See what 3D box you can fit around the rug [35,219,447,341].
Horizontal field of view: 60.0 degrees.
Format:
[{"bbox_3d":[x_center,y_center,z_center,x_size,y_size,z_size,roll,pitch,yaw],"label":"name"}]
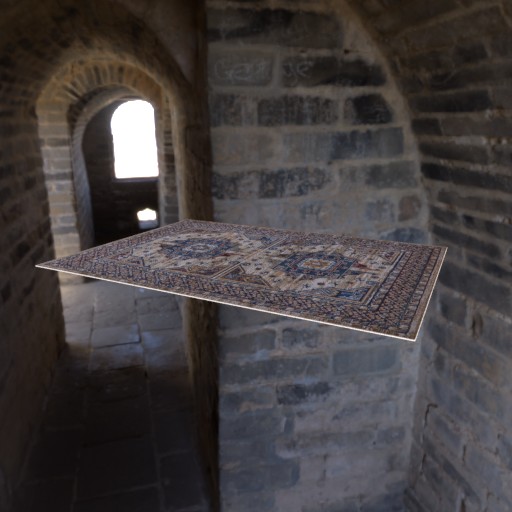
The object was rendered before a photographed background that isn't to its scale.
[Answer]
[{"bbox_3d":[0.000,0.000,2.932,2.227,0.008,1.611,8,18,26],"label":"rug"}]
